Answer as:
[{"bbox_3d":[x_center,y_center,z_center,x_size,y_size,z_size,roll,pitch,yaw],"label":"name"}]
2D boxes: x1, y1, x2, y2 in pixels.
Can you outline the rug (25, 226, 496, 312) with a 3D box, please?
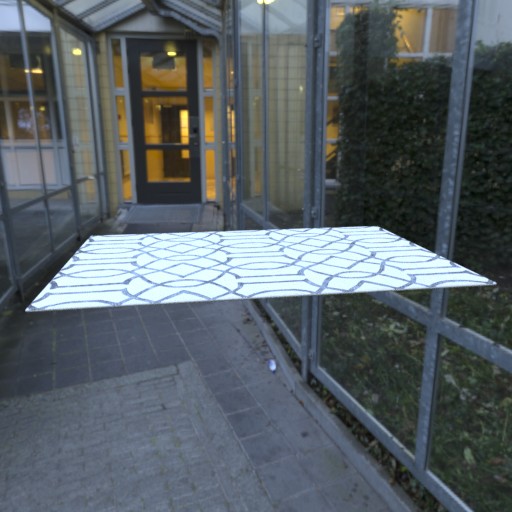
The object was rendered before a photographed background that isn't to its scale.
[{"bbox_3d":[0.000,0.000,2.906,2.365,0.017,1.521,-2,16,-9],"label":"rug"}]
